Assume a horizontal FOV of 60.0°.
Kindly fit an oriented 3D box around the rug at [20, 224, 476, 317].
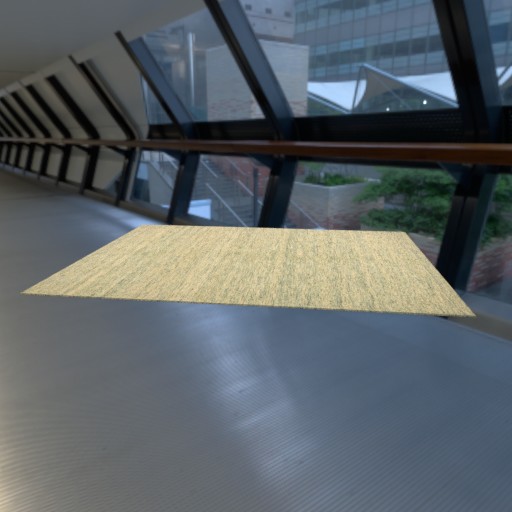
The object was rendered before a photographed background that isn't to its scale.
[{"bbox_3d":[0.000,0.000,4.231,3.201,0.014,2.437,2,16,7],"label":"rug"}]
